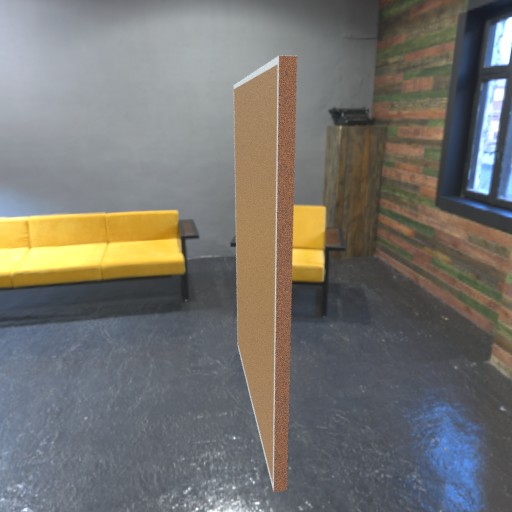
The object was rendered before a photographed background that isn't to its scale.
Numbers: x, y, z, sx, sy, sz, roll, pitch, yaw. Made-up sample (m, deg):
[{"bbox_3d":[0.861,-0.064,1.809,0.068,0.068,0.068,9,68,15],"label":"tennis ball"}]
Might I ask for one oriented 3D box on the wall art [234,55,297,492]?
[{"bbox_3d":[0.000,0.000,1.383,0.039,1.050,0.795,-3,17,-9],"label":"wall art"}]
